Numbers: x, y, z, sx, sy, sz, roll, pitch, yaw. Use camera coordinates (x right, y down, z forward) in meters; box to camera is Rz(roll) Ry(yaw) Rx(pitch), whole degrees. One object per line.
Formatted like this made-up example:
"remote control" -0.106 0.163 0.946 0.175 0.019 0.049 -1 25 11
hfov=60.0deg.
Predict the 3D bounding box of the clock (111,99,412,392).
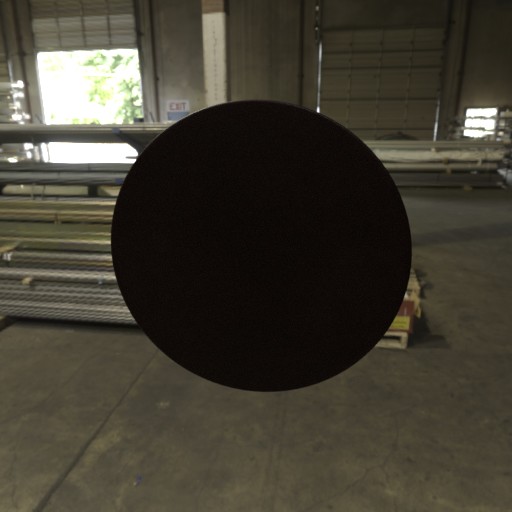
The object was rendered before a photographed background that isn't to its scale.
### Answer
"clock" 0.000 0.000 0.471 0.314 0.314 0.029 2 17 8
